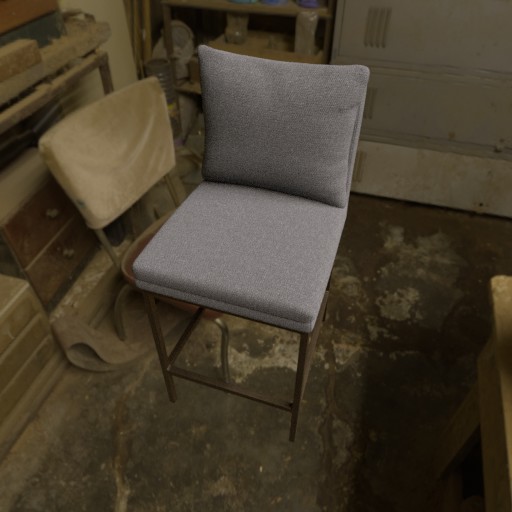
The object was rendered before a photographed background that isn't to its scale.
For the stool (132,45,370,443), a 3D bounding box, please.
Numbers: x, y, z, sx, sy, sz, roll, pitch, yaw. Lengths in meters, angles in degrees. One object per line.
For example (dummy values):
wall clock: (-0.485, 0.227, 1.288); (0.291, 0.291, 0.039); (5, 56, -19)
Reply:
stool: (0.000, 0.000, 1.310); (0.463, 1.031, 0.569); (13, 44, 14)
